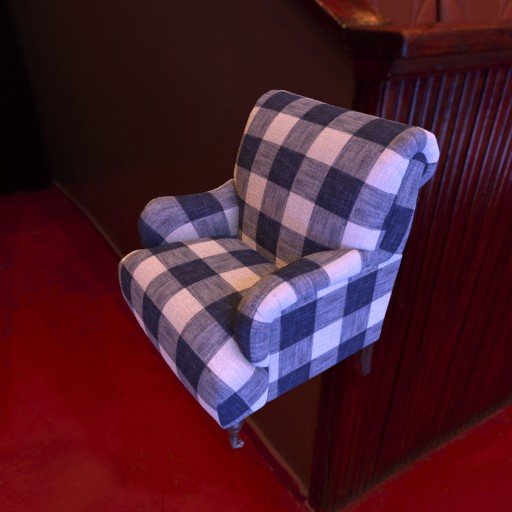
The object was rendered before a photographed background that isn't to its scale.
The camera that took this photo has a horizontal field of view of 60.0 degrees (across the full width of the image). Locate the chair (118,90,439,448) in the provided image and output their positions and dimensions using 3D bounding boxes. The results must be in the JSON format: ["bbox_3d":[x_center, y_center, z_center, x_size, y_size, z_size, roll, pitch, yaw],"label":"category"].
[{"bbox_3d":[0.000,0.000,1.583,0.848,0.953,0.781,-20,37,-29],"label":"chair"}]
